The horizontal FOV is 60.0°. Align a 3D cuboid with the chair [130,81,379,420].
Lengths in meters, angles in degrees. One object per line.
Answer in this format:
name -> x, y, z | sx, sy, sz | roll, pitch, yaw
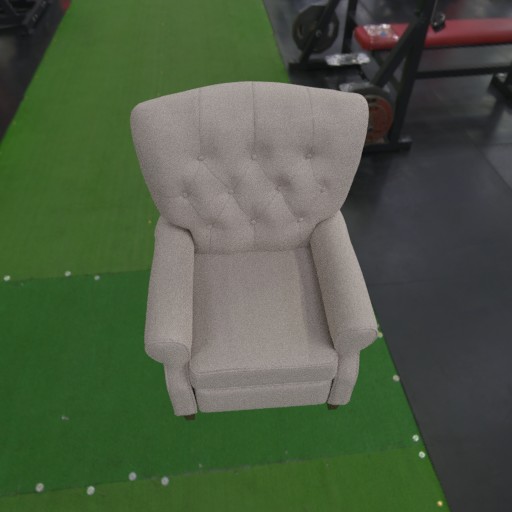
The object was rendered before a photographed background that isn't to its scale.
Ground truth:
chair -> 0.000, 0.000, 1.944 | 0.942, 1.209, 1.025 | -3, 47, -3
